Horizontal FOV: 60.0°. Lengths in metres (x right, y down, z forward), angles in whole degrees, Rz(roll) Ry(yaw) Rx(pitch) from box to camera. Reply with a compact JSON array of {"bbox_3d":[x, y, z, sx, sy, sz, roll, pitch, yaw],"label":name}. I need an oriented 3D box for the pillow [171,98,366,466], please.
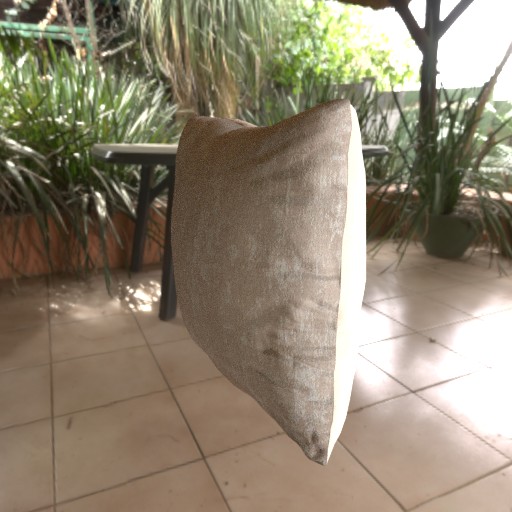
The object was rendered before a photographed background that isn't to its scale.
[{"bbox_3d":[0.000,0.000,0.704,0.245,0.448,0.450,-8,18,-25],"label":"pillow"}]
